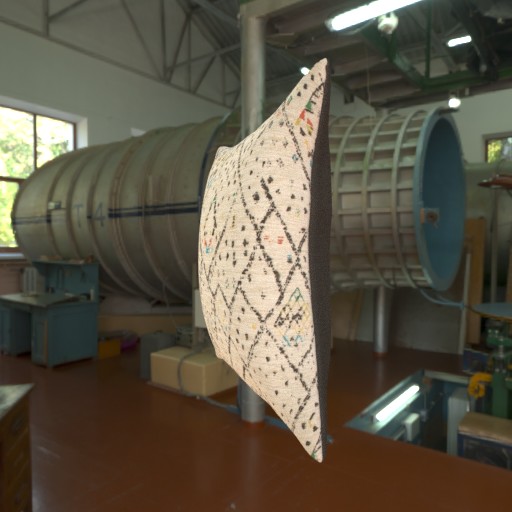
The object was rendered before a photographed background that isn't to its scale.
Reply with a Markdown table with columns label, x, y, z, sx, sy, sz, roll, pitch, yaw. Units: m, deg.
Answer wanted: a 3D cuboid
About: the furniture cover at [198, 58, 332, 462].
| label | x | y | z | sx | sy | sz | roll | pitch | yaw |
| --- | --- | --- | --- | --- | --- | --- | --- | --- | --- |
| furniture cover | 0.000 | 0.000 | 0.789 | 0.180 | 0.498 | 0.525 | -1 | 2 | -19 |
